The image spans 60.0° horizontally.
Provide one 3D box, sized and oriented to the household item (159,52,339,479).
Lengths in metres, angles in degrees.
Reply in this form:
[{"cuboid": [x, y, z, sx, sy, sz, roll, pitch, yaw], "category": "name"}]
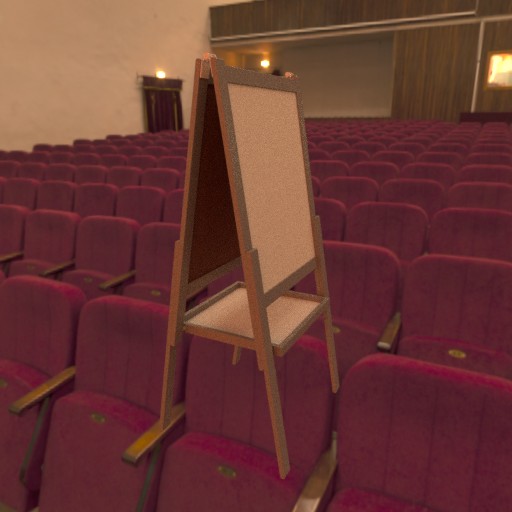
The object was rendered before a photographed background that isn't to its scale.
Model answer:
[{"cuboid": [0.000, 0.000, 1.469, 0.469, 1.172, 0.531, 9, 19, 26], "category": "household item"}]
